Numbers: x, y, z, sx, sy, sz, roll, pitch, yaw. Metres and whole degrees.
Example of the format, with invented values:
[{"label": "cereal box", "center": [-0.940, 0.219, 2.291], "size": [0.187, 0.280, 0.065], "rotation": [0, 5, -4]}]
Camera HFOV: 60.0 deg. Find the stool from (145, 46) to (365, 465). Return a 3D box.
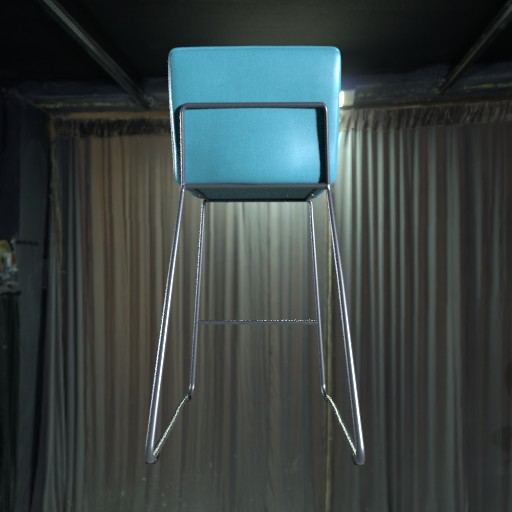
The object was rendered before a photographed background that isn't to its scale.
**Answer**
[{"label": "stool", "center": [0.000, 0.000, 1.224], "size": [0.489, 0.936, 0.524], "rotation": [0, 0, 1]}]
